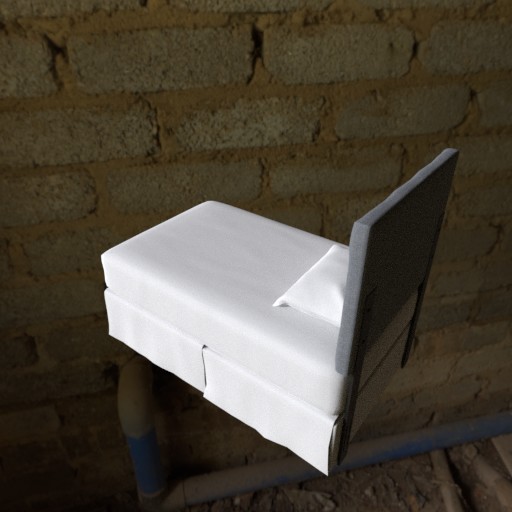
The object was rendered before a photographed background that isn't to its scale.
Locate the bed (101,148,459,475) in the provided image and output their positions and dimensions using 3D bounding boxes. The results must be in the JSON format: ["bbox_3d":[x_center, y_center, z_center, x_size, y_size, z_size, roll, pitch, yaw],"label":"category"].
[{"bbox_3d":[0.000,0.000,2.970,1.997,1.571,1.261,22,38,31],"label":"bed"}]
